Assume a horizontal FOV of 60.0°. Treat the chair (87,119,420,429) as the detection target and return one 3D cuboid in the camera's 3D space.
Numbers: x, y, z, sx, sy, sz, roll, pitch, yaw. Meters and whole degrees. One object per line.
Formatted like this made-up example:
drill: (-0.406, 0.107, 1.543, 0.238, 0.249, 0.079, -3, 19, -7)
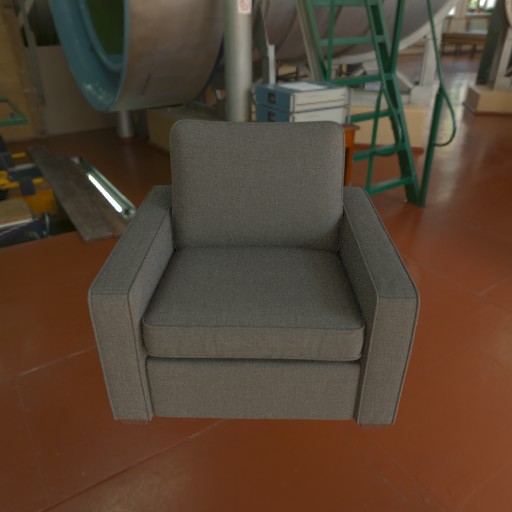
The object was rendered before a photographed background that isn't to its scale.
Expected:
chair: (0.000, 0.000, 1.739, 1.017, 0.919, 0.940, 1, 30, 1)
